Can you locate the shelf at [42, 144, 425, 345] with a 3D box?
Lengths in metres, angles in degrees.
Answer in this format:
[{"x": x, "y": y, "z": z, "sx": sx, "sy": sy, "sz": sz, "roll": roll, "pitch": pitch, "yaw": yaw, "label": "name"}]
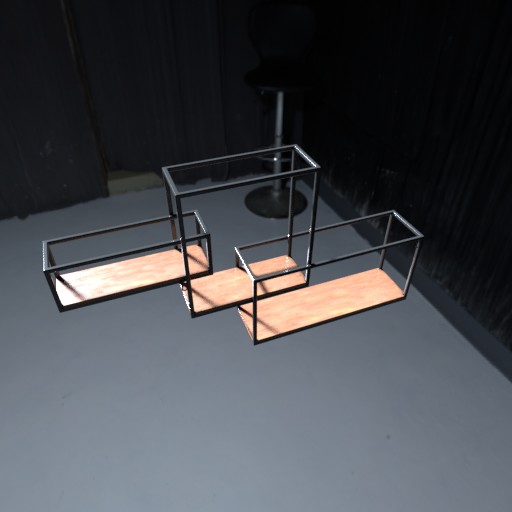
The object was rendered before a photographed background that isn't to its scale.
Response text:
[{"x": 0.000, "y": 0.000, "z": 2.141, "sx": 1.781, "sy": 0.972, "sz": 0.275, "roll": -14, "pitch": 41, "yaw": -16, "label": "shelf"}]
